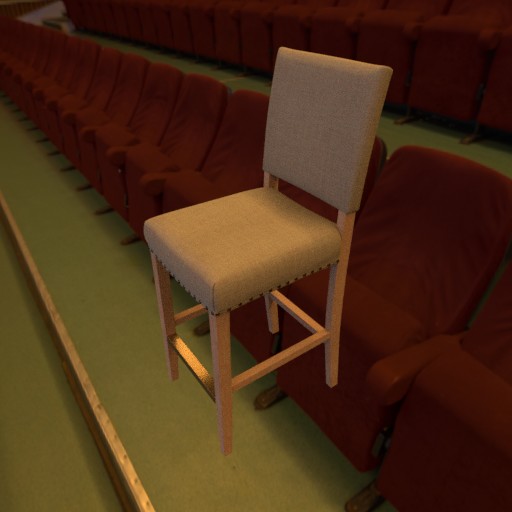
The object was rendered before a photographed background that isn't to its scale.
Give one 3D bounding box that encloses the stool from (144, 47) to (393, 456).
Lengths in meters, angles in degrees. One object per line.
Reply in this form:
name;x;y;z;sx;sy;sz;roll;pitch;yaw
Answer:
stool;0.000;0.000;1.459;0.585;1.173;0.445;-21;38;-29
